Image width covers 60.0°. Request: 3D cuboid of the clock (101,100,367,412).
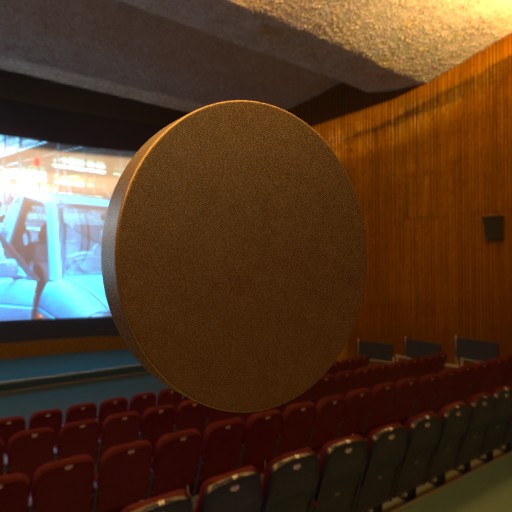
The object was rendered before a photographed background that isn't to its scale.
[{"bbox_3d":[0.000,0.000,0.469,0.314,0.314,0.040,1,-1,-37],"label":"clock"}]
